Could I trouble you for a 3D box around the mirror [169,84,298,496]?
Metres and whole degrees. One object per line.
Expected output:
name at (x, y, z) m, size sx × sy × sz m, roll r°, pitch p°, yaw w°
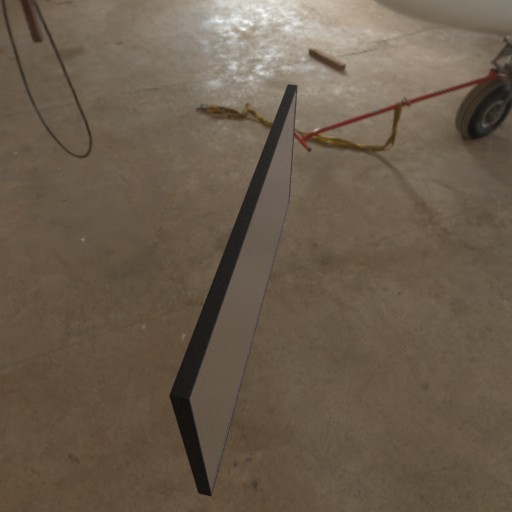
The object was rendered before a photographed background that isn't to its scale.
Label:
mirror at (0.000, 0.000, 1.765) m, size 0.047 × 0.692 × 1.584 m, roll 9°, pitch 46°, yaw 9°
